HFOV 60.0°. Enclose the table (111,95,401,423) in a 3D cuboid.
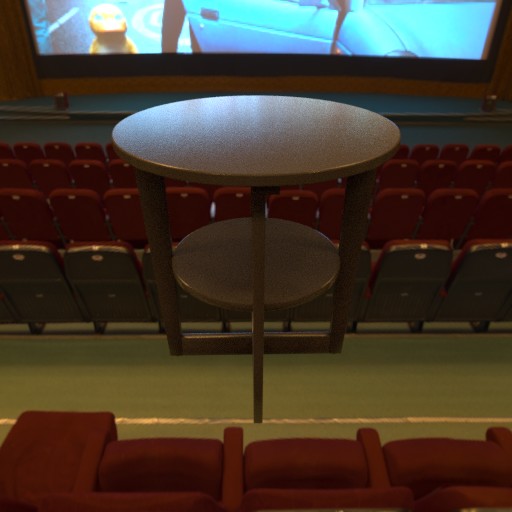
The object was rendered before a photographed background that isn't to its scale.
[{"bbox_3d":[0.000,0.000,0.934,0.500,0.550,0.500,0,31,0],"label":"table"}]
